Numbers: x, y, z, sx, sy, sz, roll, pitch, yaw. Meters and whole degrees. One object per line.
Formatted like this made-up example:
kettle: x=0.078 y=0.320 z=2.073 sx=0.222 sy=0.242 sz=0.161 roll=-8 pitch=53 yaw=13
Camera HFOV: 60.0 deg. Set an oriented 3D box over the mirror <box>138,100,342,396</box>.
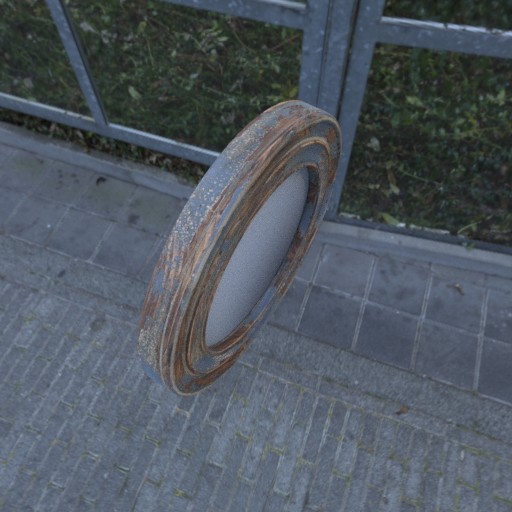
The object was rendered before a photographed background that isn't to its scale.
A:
mirror: x=0.000 y=0.000 z=0.859 sx=0.061 sy=0.585 sz=0.585 roll=29 pitch=62 yaw=17
